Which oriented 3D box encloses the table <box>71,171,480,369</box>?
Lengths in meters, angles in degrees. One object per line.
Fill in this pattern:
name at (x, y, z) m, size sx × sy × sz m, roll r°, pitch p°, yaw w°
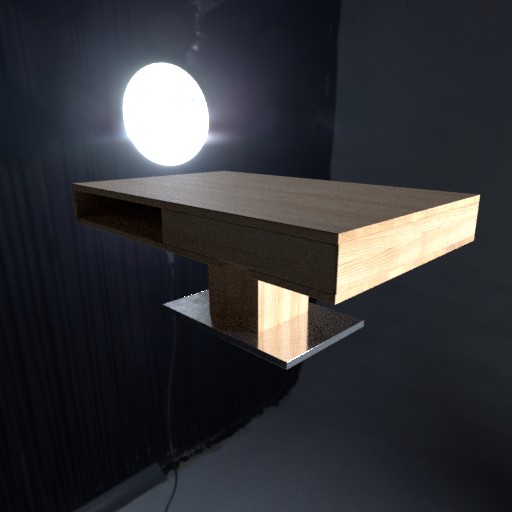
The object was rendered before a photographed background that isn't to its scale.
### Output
table at (0.000, 0.000, 1.453) m, size 1.100 × 0.440 × 0.700 m, roll 15°, pitch 22°, yaw 43°
